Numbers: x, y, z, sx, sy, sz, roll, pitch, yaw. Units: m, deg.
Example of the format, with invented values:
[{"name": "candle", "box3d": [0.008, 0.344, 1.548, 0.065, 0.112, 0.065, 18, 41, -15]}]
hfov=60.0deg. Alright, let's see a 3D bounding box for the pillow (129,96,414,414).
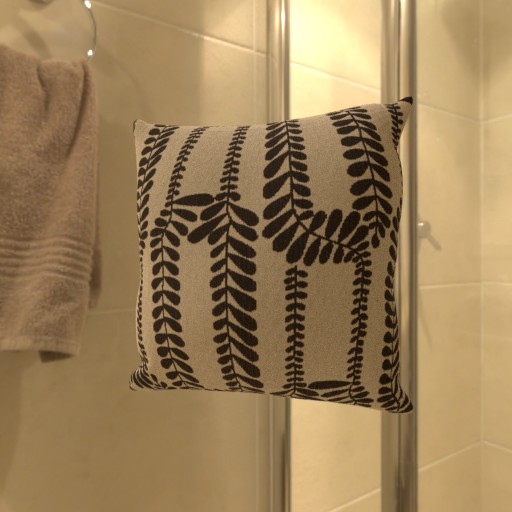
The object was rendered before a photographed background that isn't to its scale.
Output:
[{"name": "pillow", "box3d": [0.000, 0.000, 0.655, 0.440, 0.441, 0.182, 0, 0, 17]}]
